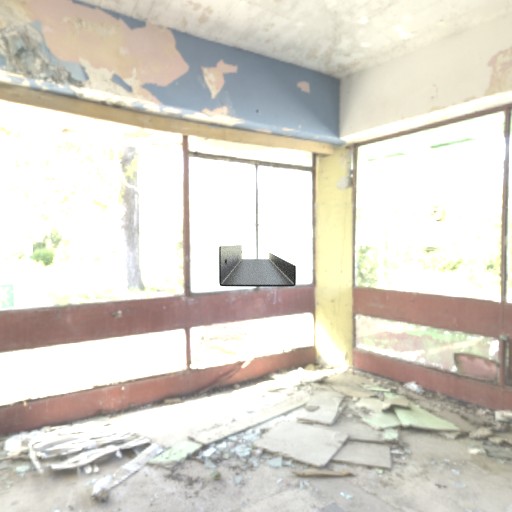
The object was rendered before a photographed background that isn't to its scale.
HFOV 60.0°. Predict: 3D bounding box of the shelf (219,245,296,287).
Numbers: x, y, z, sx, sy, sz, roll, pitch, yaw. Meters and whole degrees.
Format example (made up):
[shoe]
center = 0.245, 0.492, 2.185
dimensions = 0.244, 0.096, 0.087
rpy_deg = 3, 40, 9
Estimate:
[shelf]
center = 0.000, 0.000, 0.989
dimensions = 0.092, 0.049, 0.924
rpy_deg = 0, 2, 0
